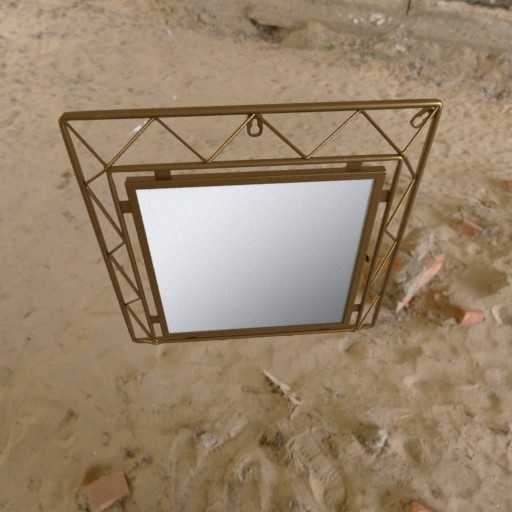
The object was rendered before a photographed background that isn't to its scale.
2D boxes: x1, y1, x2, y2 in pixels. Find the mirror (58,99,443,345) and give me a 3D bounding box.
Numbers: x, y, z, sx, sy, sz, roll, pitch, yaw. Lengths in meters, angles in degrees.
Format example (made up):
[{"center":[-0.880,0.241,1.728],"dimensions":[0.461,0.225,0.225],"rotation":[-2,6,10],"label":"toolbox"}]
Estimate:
[{"center":[0.000,0.000,0.602],"dimensions":[0.416,0.414,0.046],"rotation":[-3,45,-3],"label":"mirror"}]
